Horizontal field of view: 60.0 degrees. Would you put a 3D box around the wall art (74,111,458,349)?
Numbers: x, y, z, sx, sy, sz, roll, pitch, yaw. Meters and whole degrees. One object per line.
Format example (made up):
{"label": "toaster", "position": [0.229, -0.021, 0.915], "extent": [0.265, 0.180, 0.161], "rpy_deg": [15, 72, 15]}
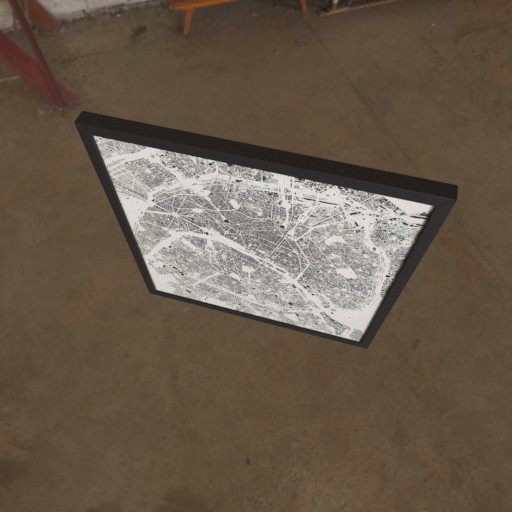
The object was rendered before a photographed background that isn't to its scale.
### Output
{"label": "wall art", "position": [0.000, 0.000, 1.184], "extent": [0.763, 0.763, 0.037], "rpy_deg": [13, 59, 8]}
